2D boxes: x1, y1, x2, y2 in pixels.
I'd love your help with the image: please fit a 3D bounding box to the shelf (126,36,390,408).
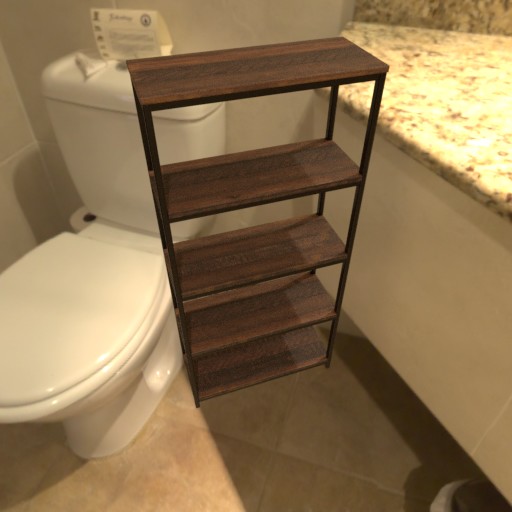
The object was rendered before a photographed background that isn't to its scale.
[{"bbox_3d":[0.000,0.000,2.208,0.874,1.860,0.359,-13,44,-14],"label":"shelf"}]
